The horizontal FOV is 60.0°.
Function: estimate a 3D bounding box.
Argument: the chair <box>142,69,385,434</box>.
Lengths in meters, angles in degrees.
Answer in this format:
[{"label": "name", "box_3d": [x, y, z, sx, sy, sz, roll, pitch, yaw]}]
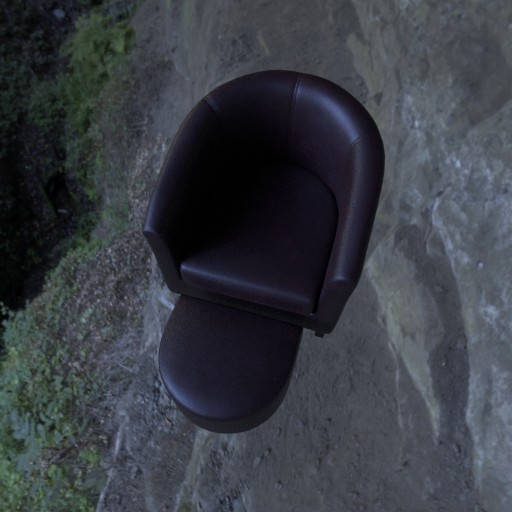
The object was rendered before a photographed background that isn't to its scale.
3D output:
[{"label": "chair", "box_3d": [0.000, 0.000, 1.629, 0.737, 0.755, 1.176, 14, 60, 8]}]
